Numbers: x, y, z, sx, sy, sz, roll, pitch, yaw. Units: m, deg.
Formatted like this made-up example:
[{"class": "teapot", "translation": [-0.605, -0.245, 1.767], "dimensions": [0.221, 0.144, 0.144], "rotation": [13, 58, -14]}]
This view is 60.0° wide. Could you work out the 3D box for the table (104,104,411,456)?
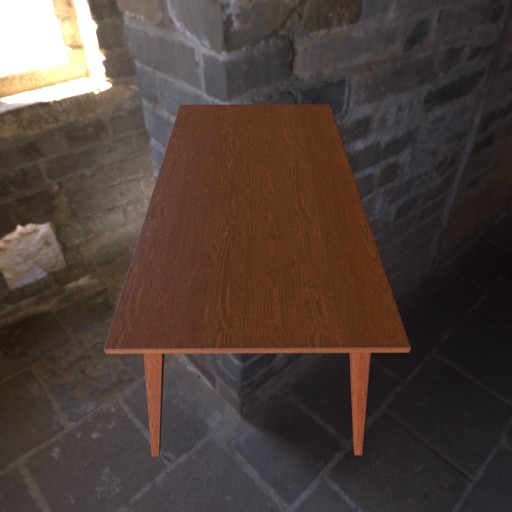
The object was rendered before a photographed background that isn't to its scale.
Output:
[{"class": "table", "translation": [0.000, 0.000, 2.017], "dimensions": [0.811, 0.755, 1.609], "rotation": [0, 41, 0]}]
